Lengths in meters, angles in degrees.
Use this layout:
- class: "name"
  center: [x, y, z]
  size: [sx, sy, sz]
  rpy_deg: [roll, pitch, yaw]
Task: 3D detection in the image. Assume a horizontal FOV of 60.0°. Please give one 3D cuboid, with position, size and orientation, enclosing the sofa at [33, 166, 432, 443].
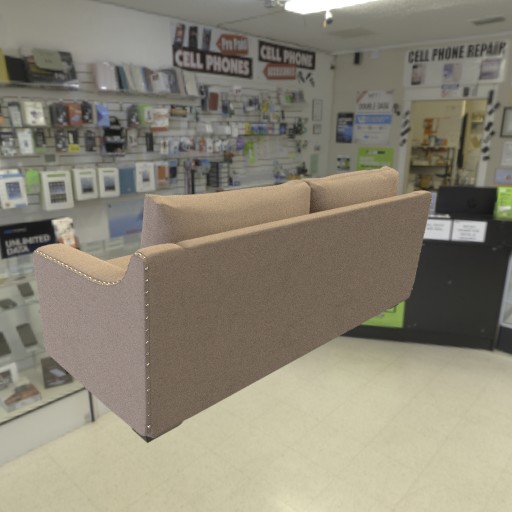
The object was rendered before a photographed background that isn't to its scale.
- class: "sofa"
  center: [0.000, 0.000, 2.405]
  size: [1.967, 0.901, 1.030]
  rpy_deg: [-15, 22, -43]
